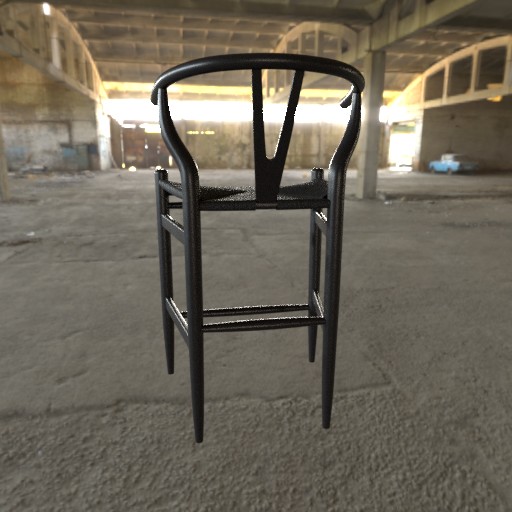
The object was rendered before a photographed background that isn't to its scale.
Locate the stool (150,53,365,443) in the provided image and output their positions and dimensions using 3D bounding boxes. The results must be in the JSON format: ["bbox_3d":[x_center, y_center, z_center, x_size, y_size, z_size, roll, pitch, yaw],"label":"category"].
[{"bbox_3d":[0.000,0.000,1.270,0.569,0.970,0.579,-2,14,-10],"label":"stool"}]
